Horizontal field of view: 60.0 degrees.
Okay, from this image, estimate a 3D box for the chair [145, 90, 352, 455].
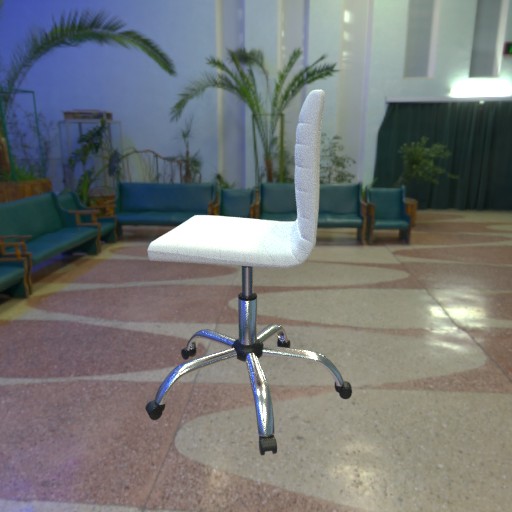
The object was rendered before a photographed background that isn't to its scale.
[{"bbox_3d":[0.000,0.000,1.152,0.530,0.780,0.556,2,15,8],"label":"chair"}]
